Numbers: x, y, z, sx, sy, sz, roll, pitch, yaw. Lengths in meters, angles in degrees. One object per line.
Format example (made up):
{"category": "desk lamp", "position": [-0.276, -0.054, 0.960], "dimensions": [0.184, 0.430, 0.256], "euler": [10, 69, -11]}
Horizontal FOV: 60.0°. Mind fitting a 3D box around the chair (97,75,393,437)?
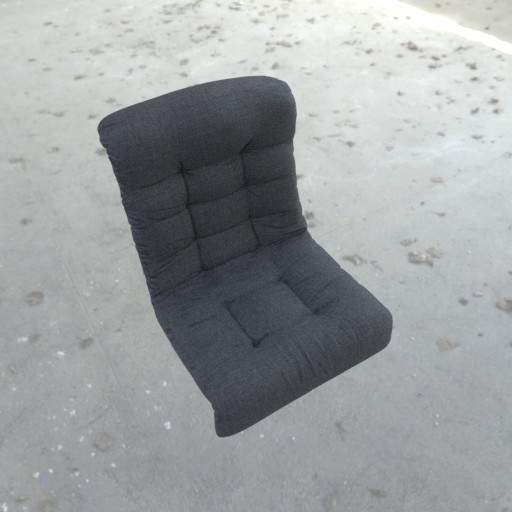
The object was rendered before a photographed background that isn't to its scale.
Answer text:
{"category": "chair", "position": [0.000, 0.000, 1.252], "dimensions": [0.597, 0.749, 0.668], "euler": [-23, 50, -22]}
